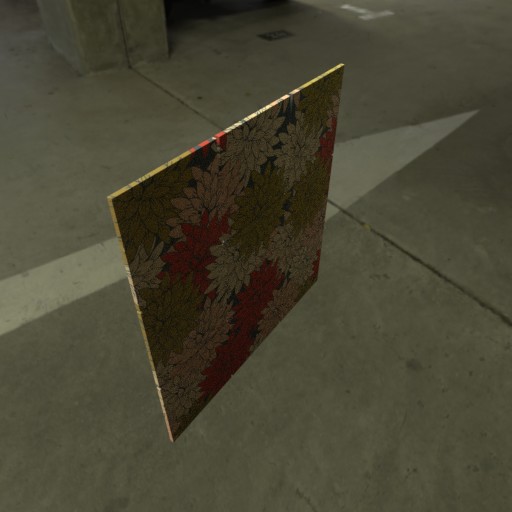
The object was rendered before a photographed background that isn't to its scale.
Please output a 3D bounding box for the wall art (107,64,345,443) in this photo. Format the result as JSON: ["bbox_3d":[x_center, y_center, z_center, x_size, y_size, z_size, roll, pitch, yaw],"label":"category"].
[{"bbox_3d":[0.000,0.000,1.374,0.013,0.913,0.904,25,47,26],"label":"wall art"}]
